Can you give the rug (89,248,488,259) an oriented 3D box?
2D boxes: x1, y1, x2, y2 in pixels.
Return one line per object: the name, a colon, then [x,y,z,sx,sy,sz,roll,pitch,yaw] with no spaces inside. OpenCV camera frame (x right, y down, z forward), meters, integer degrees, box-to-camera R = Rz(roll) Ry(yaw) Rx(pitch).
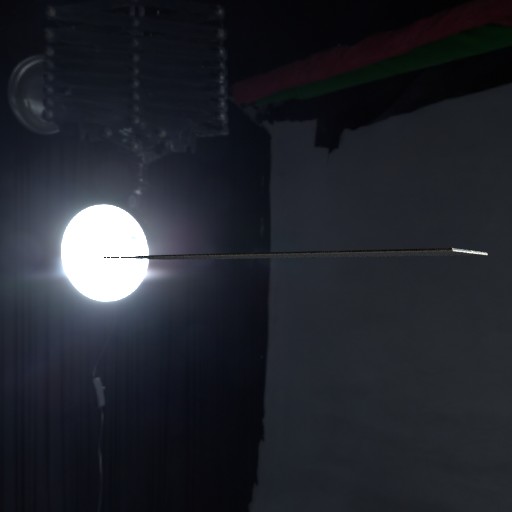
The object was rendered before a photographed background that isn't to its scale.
rug: [0.000,0.000,2.554,2.287,0.011,0.687,-1,-2,37]
